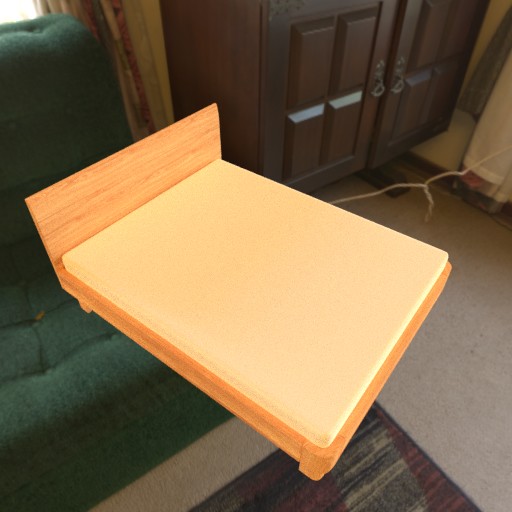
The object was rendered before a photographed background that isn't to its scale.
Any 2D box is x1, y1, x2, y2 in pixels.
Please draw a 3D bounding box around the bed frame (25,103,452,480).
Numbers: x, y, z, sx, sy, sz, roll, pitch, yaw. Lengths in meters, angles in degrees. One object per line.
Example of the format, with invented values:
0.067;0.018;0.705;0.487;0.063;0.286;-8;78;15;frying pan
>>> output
0.000;0.000;2.890;2.092;0.940;1.660;27;49;27;bed frame
